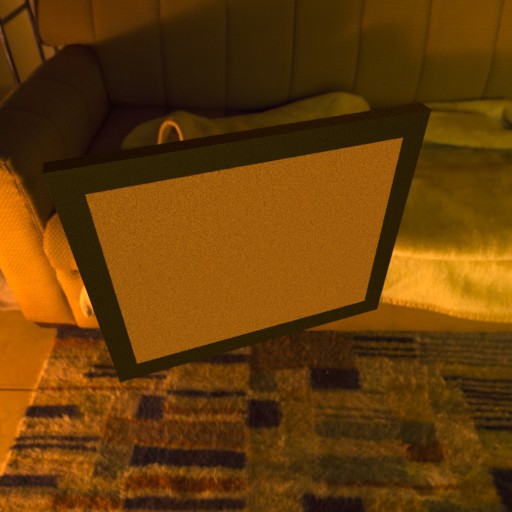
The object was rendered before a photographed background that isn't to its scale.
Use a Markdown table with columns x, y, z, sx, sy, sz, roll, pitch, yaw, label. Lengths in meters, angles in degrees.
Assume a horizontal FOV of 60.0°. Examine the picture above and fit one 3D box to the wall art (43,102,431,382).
| x | y | z | sx | sy | sz | roll | pitch | yaw | label |
| --- | --- | --- | --- | --- | --- | --- | --- | --- | --- |
| 0.000 | 0.000 | 0.772 | 0.561 | 0.460 | 0.028 | -13 | 43 | -14 | wall art |
